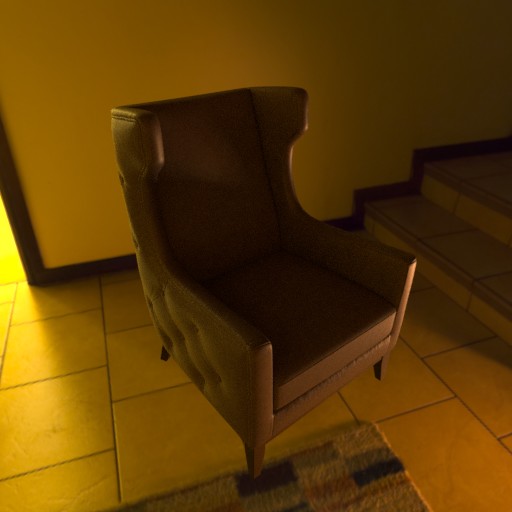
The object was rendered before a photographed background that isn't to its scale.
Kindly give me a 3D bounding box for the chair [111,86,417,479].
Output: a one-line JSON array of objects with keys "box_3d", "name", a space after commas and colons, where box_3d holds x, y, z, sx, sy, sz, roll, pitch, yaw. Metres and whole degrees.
[{"box_3d": [0.000, 0.000, 1.647, 0.769, 1.079, 0.899, -23, 38, -33], "name": "chair"}]
